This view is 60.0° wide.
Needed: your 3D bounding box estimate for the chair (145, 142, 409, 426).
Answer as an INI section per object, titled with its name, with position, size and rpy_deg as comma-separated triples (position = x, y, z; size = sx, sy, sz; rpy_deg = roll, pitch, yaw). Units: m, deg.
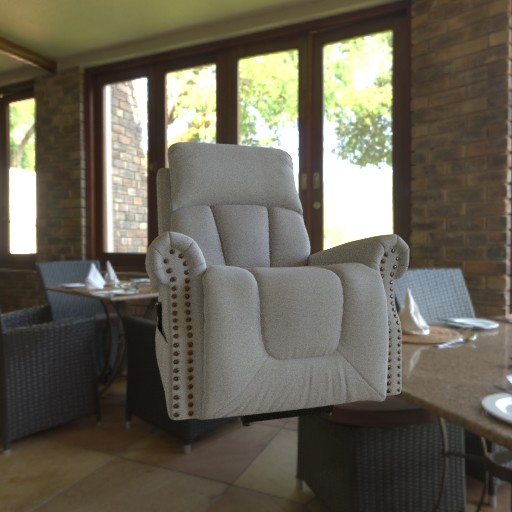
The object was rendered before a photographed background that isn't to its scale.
[chair]
position = 0.000, 0.000, 1.731
size = 0.871, 1.031, 0.979
rpy_deg = 0, 1, -17
